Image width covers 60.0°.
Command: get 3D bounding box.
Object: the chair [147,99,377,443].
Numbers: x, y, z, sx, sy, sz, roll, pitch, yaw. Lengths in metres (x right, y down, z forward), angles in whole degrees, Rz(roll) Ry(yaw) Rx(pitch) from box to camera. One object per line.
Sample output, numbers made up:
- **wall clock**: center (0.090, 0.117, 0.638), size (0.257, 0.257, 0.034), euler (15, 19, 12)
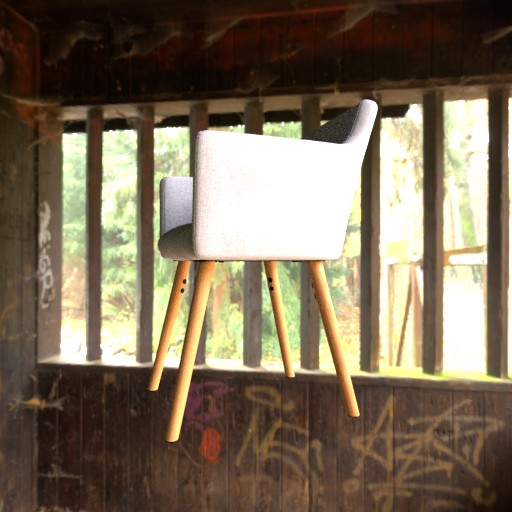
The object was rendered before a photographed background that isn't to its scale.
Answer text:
- **chair**: center (0.000, 0.000, 1.198), size (0.540, 0.780, 0.570), euler (0, 0, -19)
